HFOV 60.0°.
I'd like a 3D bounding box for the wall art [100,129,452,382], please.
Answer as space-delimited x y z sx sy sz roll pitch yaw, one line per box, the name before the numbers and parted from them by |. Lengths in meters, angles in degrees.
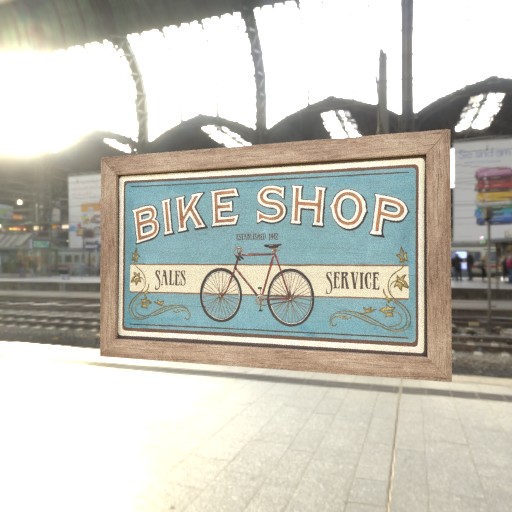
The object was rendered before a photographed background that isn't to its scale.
wall art | 0.000 0.000 0.964 0.780 0.480 0.021 0 -1 17
